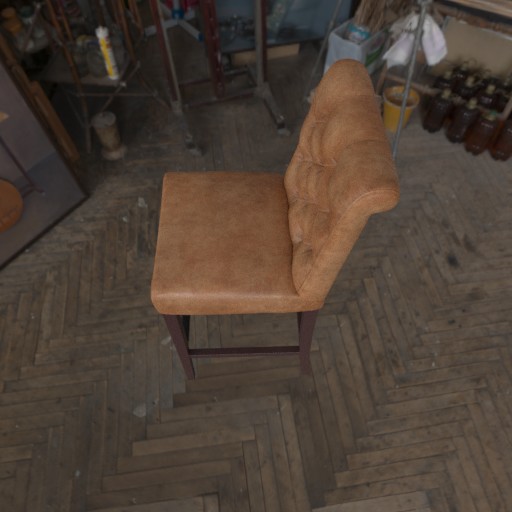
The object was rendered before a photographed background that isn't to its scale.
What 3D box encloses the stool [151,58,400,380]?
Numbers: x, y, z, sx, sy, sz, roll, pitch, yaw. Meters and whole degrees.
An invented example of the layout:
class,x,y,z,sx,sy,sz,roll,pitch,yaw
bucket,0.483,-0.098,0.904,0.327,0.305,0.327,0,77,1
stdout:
class,x,y,z,sx,sy,sz,roll,pitch,yaw
stool,0.000,0.000,1.474,0.601,1.140,0.493,-1,57,-1
